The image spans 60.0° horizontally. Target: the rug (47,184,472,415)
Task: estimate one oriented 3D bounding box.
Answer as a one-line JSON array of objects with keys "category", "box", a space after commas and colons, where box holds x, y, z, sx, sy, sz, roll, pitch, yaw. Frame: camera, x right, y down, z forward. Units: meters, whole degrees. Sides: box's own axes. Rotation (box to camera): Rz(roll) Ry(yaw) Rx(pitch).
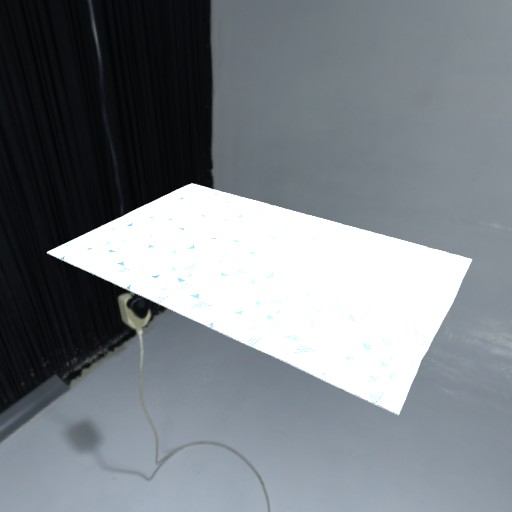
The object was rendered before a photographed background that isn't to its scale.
[{"category": "rug", "box": [0.000, 0.000, 2.991, 2.457, 0.009, 1.512, 19, 36, 28]}]
